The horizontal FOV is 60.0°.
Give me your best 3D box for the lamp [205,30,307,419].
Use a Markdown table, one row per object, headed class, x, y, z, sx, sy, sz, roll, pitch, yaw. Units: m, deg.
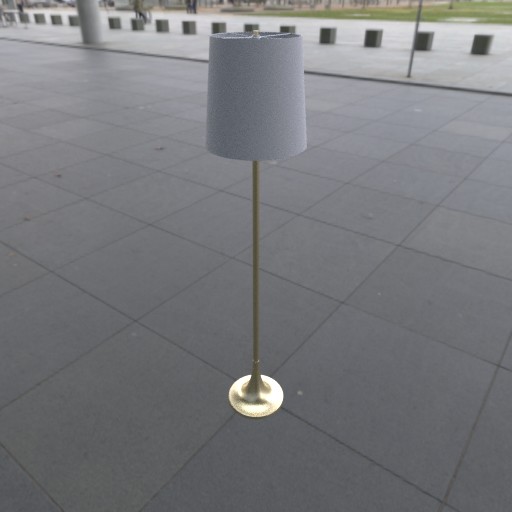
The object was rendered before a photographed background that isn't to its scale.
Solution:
| class | x | y | z | sx | sy | sz | roll | pitch | yaw |
| --- | --- | --- | --- | --- | --- | --- | --- | --- | --- |
| lamp | 0.000 | 0.000 | 1.700 | 0.337 | 1.543 | 0.337 | 0 | 31 | 0 |
